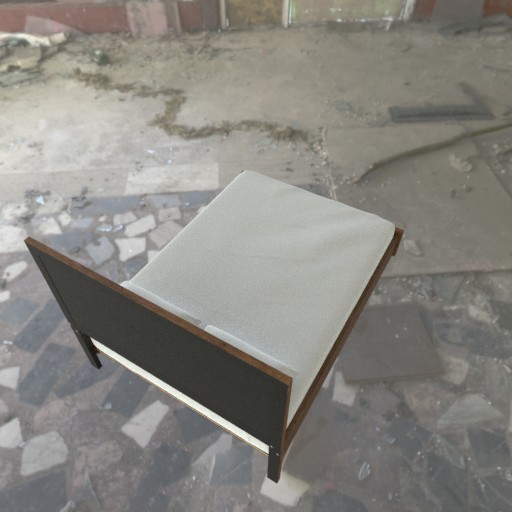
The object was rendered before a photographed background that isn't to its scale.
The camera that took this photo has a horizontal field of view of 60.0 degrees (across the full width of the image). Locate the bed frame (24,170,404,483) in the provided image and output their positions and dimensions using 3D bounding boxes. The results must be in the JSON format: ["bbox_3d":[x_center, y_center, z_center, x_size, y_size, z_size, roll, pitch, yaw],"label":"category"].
[{"bbox_3d":[0.000,0.000,3.383,1.696,1.417,2.276,24,52,20],"label":"bed frame"}]
